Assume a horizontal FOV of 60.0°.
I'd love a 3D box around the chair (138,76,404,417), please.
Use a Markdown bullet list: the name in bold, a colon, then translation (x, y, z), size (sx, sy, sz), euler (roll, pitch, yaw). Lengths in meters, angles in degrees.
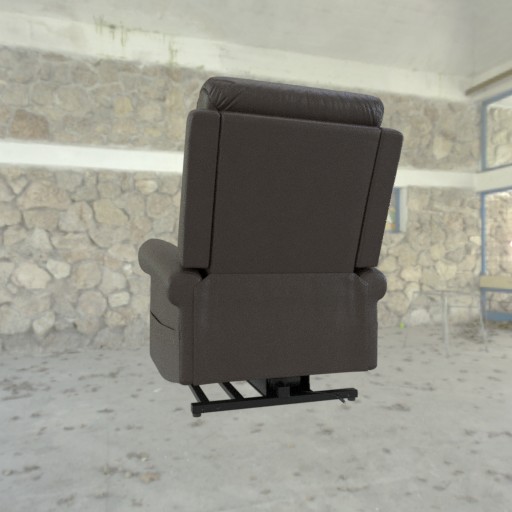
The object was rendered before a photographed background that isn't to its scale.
- **chair**: translation (0.000, 0.000, 1.742), size (0.869, 1.028, 0.978), euler (0, -1, -17)
